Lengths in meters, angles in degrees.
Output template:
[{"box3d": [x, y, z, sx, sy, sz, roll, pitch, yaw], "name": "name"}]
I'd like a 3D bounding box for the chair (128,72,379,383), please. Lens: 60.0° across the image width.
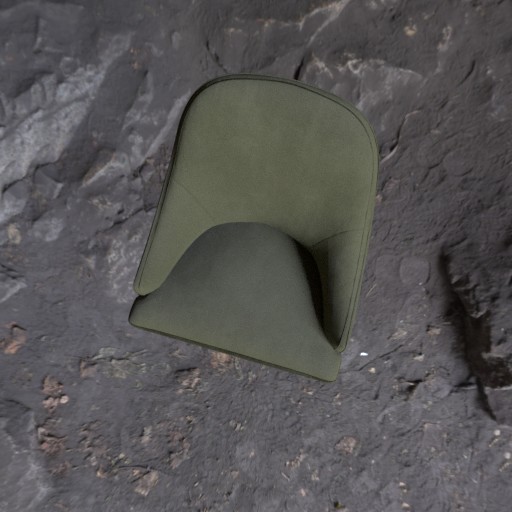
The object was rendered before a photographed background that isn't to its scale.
[{"box3d": [0.000, 0.000, 1.296, 0.643, 0.889, 0.575, 15, 75, 4], "name": "chair"}]
